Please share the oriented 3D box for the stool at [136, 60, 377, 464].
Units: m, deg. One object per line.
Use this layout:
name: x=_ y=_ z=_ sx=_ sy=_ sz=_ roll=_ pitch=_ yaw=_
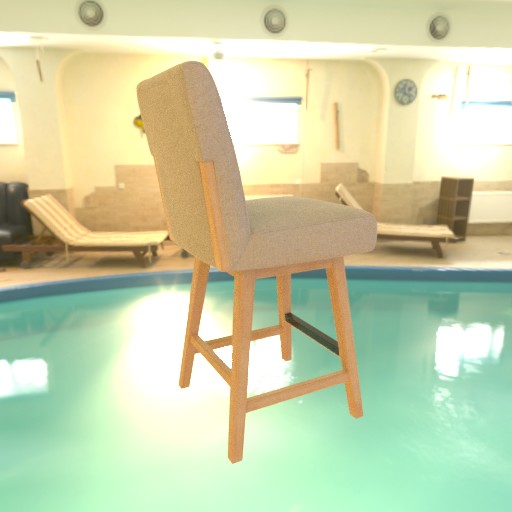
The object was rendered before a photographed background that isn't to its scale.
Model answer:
stool: x=0.000 y=0.000 z=1.437 sx=0.606 sy=1.085 sz=0.507 roll=-8 pitch=16 yaw=-27
